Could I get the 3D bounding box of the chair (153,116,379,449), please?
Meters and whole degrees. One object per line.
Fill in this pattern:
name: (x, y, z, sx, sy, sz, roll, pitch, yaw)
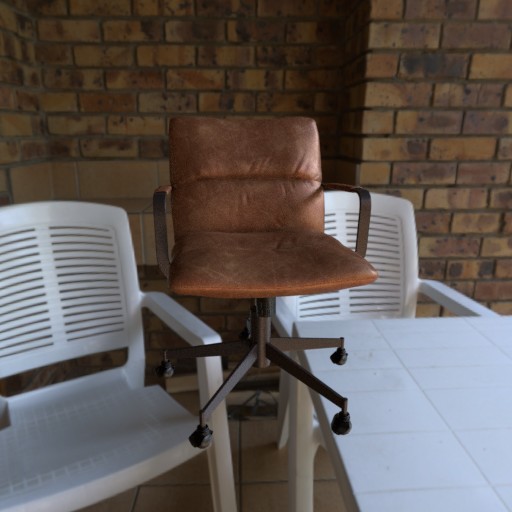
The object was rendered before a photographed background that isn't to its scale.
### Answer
chair: (0.000, 0.000, 1.496, 0.727, 0.922, 0.754, -2, 16, -8)
